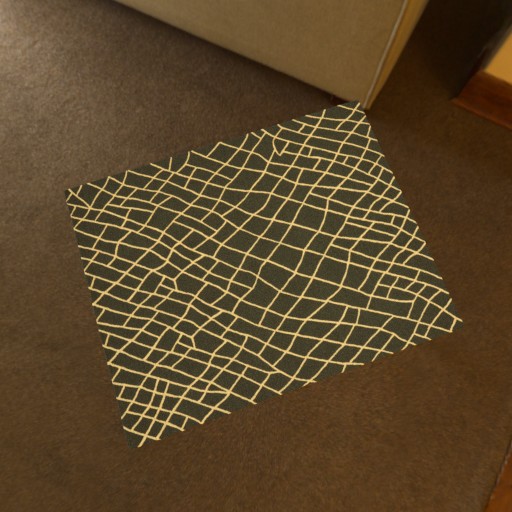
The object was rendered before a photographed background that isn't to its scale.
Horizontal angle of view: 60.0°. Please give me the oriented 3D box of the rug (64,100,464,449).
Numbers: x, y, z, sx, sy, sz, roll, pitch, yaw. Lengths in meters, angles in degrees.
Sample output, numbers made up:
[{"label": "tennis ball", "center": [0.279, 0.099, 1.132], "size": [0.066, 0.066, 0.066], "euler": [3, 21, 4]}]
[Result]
[{"label": "rug", "center": [0.000, 0.000, 4.064], "size": [3.047, 0.022, 2.439], "euler": [-19, 75, -5]}]
